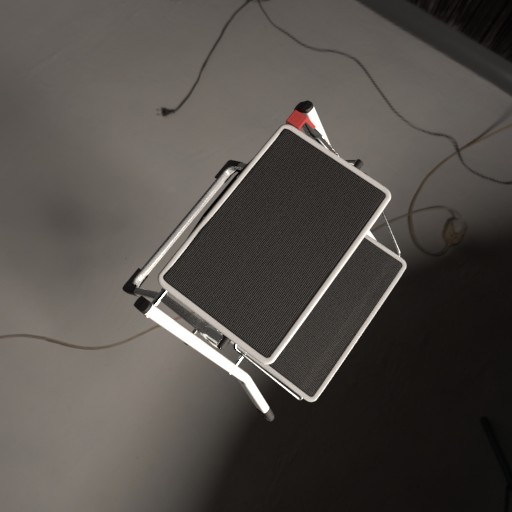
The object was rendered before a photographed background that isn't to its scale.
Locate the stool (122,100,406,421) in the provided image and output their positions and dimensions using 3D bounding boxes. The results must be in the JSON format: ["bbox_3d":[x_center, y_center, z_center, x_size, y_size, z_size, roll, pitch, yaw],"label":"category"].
[{"bbox_3d":[0.000,0.000,0.858,0.490,0.445,0.485,36,78,9],"label":"stool"}]
